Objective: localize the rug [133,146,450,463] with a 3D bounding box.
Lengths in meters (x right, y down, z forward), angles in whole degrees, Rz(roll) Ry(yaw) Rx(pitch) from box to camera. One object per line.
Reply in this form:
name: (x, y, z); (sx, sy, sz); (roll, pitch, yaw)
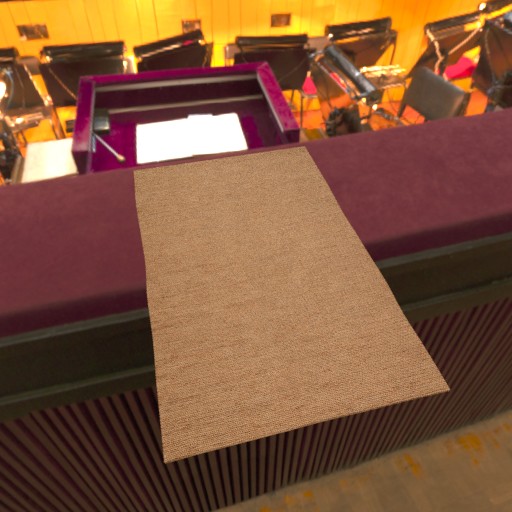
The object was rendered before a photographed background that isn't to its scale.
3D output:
rug: (0.000, 0.000, 3.056); (1.533, 0.011, 2.439); (-10, 47, -10)
